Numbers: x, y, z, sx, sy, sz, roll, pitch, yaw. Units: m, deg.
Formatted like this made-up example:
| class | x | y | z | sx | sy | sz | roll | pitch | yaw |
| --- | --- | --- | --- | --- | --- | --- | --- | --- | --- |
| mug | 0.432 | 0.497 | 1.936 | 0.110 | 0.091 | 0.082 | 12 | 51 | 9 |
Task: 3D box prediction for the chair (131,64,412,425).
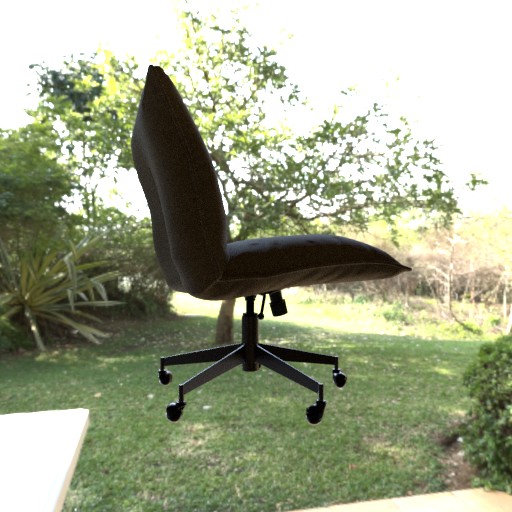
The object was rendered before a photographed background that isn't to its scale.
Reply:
| class | x | y | z | sx | sy | sz | roll | pitch | yaw |
| --- | --- | --- | --- | --- | --- | --- | --- | --- | --- |
| chair | 0.000 | 0.000 | 1.299 | 0.696 | 0.811 | 0.597 | 0 | -1 | -18 |
